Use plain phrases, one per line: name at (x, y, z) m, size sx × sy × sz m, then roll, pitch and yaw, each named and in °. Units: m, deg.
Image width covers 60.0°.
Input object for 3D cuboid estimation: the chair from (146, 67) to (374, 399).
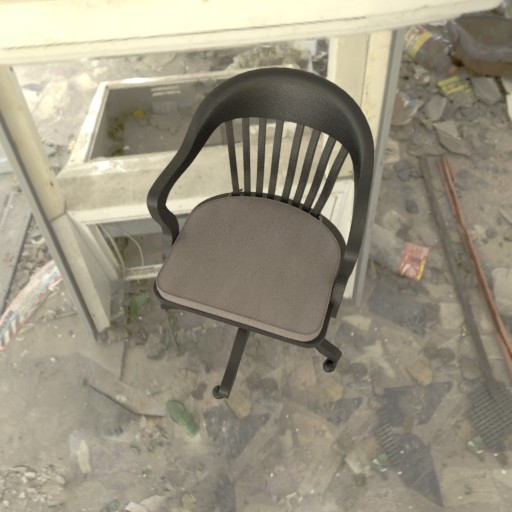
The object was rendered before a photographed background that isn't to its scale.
chair at (0.000, 0.000, 1.476) m, size 0.750 × 0.878 × 0.788 m, roll 16°, pitch 60°, yaw 9°
